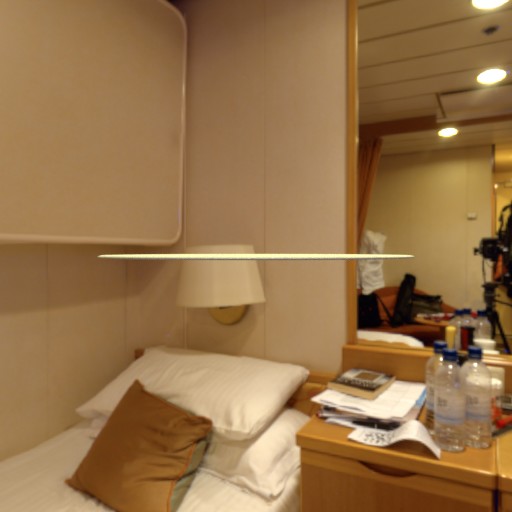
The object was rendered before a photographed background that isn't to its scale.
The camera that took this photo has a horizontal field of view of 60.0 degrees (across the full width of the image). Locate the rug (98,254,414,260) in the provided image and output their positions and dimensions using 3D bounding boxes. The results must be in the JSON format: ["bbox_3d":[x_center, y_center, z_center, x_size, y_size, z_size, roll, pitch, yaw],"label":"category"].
[{"bbox_3d":[0.000,0.000,2.366,1.593,0.012,1.593,0,1,0],"label":"rug"}]
